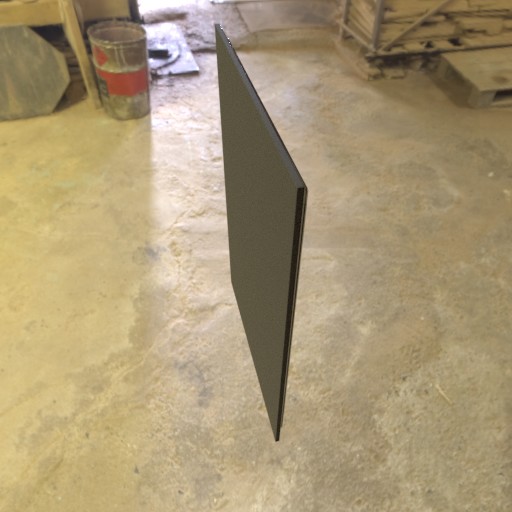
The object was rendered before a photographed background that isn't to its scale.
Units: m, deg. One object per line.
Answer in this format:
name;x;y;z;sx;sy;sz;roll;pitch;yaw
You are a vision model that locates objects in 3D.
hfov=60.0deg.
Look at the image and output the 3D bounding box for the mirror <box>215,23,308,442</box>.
mirror;0.000;0.000;1.137;0.039;0.914;0.613;-10;48;-10
